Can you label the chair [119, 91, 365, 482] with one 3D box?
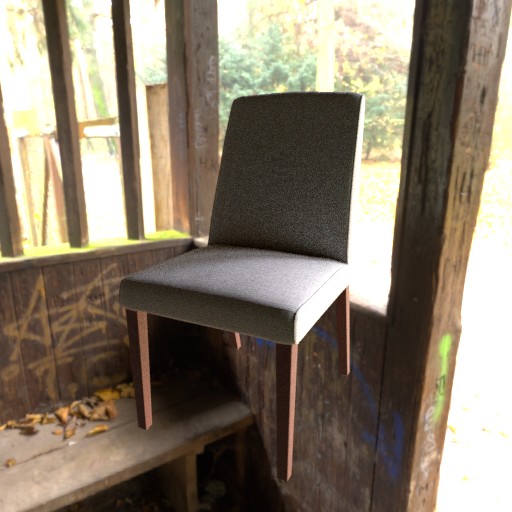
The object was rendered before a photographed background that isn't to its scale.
[{"bbox_3d":[0.000,0.000,1.235,0.480,0.900,0.594,8,18,25],"label":"chair"}]
